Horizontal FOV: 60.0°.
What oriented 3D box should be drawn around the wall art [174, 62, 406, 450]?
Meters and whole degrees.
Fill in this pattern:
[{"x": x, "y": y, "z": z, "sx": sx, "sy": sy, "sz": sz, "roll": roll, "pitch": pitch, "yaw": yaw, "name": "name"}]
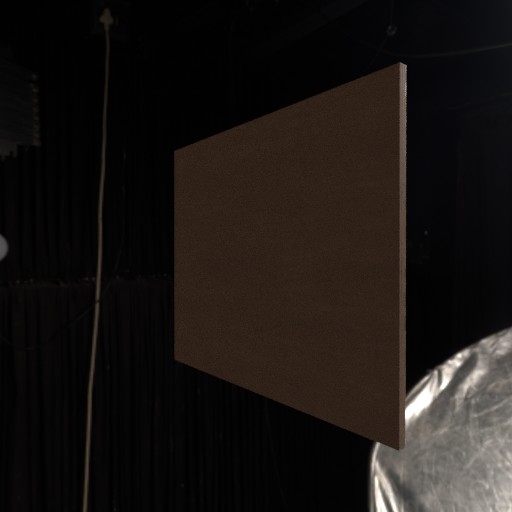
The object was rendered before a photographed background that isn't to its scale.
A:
[{"x": 0.000, "y": 0.000, "z": 0.670, "sx": 0.012, "sy": 0.408, "sz": 0.508, "roll": 0, "pitch": 0, "yaw": -38, "name": "wall art"}]
